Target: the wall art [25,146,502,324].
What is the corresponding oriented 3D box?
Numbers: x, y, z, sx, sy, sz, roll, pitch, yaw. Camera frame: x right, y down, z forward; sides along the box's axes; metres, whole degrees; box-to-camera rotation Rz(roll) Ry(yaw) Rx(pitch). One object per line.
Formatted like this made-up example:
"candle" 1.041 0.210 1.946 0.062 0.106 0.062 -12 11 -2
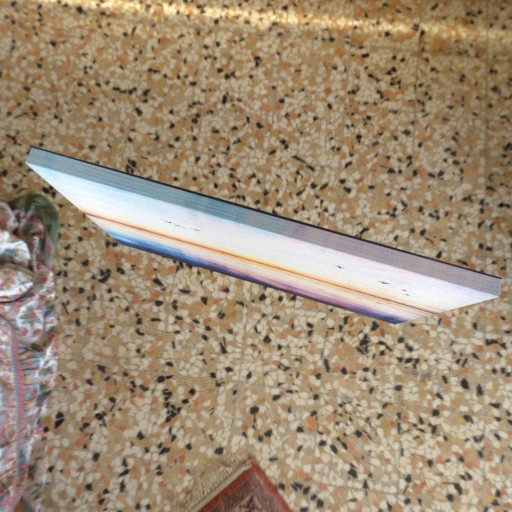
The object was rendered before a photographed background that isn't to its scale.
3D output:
"wall art" 0.000 0.000 1.115 0.911 0.605 0.037 16 77 4
